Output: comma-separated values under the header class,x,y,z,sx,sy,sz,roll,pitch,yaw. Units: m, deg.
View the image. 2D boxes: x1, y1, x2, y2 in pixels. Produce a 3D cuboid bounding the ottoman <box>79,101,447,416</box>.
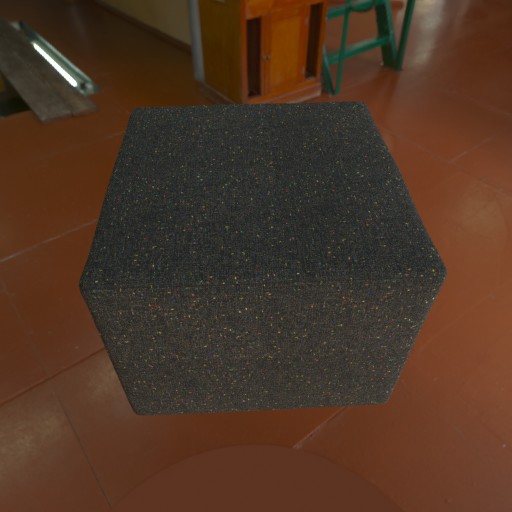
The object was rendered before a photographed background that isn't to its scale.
class,x,y,z,sx,sy,sz,roll,pitch,yaw
ottoman,0.000,0.000,0.893,0.508,0.432,0.508,-2,45,-2
